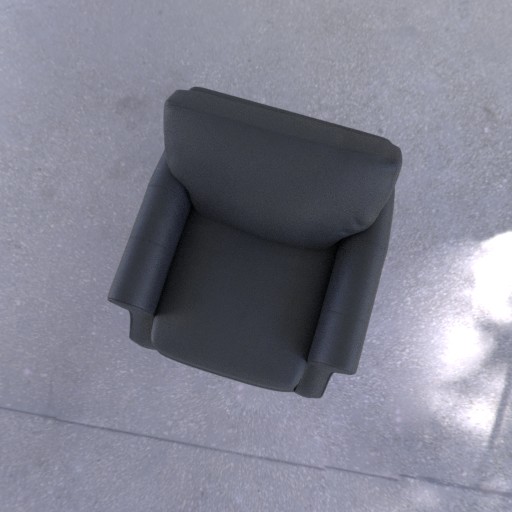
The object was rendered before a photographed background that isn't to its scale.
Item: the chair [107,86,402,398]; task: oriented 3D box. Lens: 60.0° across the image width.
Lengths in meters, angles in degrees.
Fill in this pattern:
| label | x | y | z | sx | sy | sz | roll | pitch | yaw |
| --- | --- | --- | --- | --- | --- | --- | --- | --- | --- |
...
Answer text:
| label | x | y | z | sx | sy | sz | roll | pitch | yaw |
| --- | --- | --- | --- | --- | --- | --- | --- | --- | --- |
| chair | 0.000 | 0.000 | 1.816 | 1.015 | 0.960 | 1.027 | 21 | 76 | 5 |
